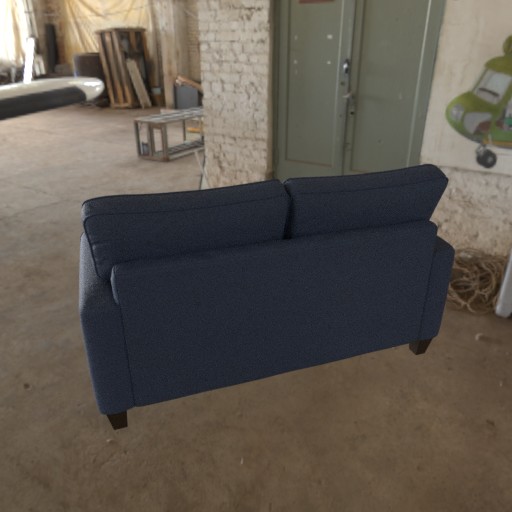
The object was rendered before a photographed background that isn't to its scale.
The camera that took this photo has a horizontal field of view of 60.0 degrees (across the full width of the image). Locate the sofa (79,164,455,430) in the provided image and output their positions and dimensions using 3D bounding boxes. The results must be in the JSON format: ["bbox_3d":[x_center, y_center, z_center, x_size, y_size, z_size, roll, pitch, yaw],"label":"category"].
[{"bbox_3d":[0.000,0.000,2.221,1.651,0.965,0.965,-8,27,-17],"label":"sofa"}]
